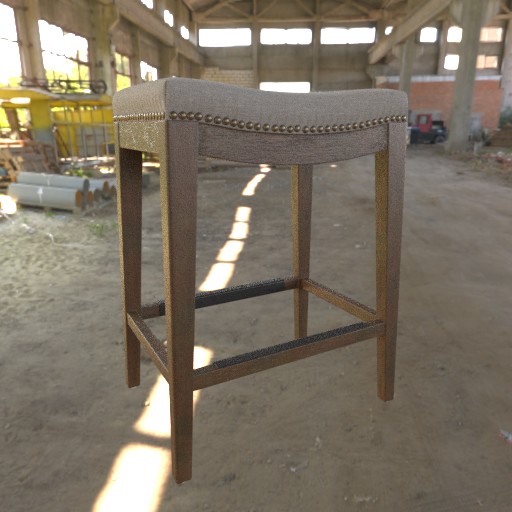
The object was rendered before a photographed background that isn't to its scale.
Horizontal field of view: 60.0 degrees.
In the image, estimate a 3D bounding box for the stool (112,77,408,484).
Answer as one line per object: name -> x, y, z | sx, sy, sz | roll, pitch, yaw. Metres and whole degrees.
stool -> 0.000, 0.000, 0.931 | 0.508, 0.660, 0.356 | -9, 18, -28
